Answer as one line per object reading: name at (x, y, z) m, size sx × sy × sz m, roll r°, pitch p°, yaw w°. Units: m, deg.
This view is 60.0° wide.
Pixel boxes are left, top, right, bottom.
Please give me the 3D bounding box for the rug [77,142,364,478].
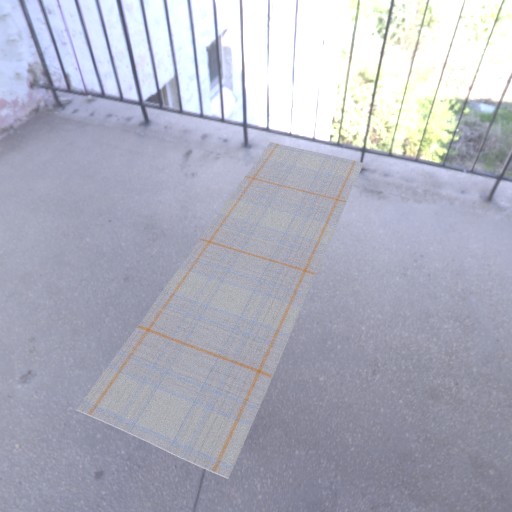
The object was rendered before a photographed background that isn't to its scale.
rug at (0.000, 0.000, 2.709) m, size 0.770 × 0.016 × 2.442 m, roll 17°, pitch 49°, yaw 15°
